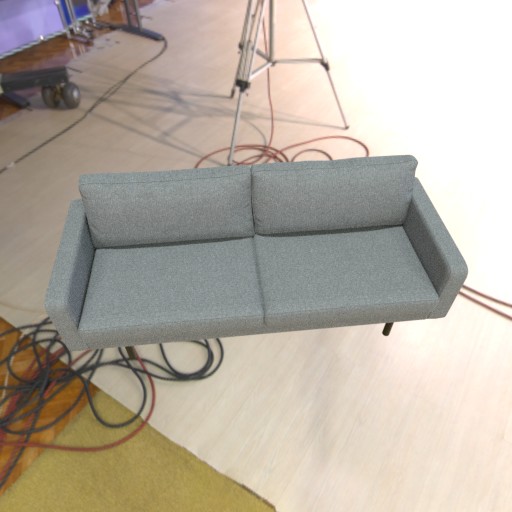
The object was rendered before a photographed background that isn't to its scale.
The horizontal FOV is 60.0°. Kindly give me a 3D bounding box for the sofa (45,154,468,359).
[{"bbox_3d":[0.000,0.000,2.658,2.200,0.880,0.880,-4,48,-4],"label":"sofa"}]
